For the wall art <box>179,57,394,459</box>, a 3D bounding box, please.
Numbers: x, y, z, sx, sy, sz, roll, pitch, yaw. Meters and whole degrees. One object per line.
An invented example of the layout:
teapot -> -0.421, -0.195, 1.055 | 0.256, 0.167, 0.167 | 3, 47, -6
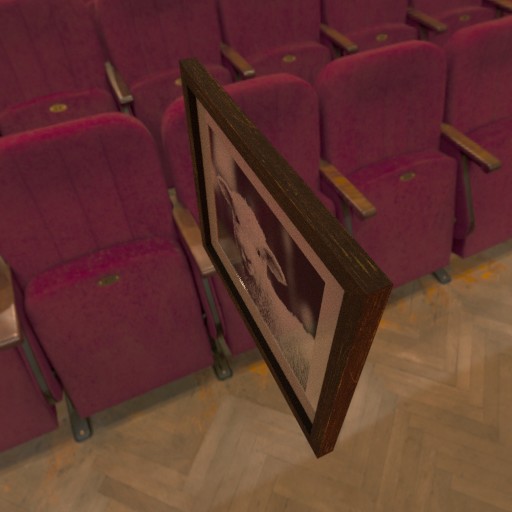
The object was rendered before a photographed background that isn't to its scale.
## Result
wall art -> 0.000, 0.000, 0.762 | 0.032, 0.457, 0.558 | -19, 50, -17
